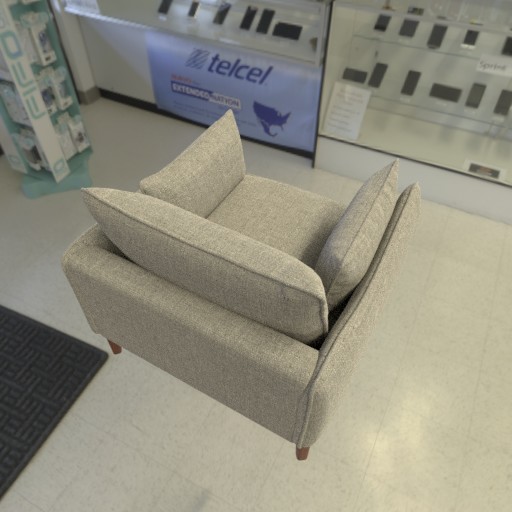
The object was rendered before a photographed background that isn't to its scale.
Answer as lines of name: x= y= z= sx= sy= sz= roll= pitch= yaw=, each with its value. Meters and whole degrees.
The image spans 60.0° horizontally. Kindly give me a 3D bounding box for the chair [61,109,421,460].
chair: x=0.000 y=0.000 z=1.673 sx=0.993 sy=0.839 sz=0.976 roll=23 pitch=51 yaw=20
